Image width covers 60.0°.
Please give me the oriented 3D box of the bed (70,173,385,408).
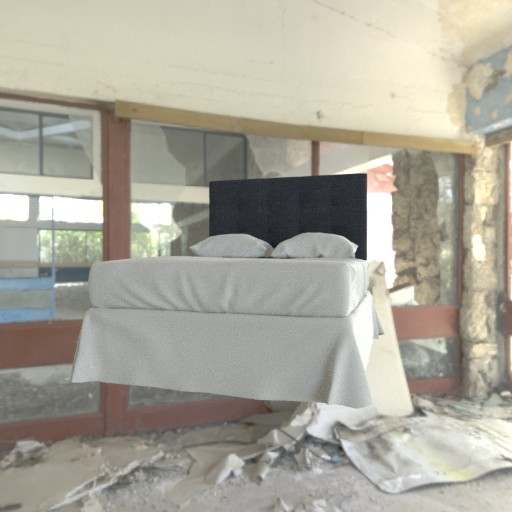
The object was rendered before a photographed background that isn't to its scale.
[{"bbox_3d":[0.000,0.000,3.526,1.936,1.577,2.222,0,0,17],"label":"bed"}]
